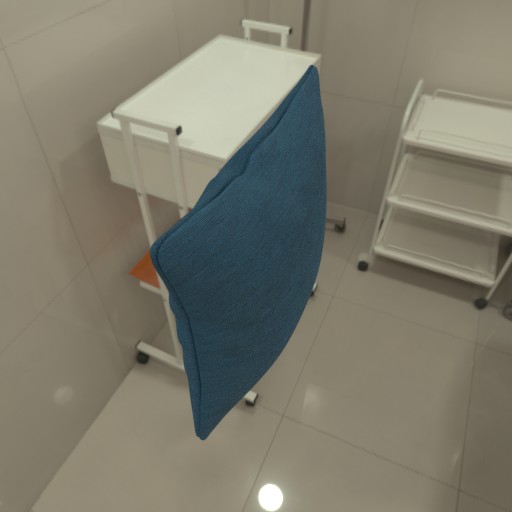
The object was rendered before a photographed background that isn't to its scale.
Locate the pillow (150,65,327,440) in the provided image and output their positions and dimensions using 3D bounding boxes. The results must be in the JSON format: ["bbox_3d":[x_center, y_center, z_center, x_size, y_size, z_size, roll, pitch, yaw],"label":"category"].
[{"bbox_3d":[0.000,0.000,0.672,0.177,0.420,0.437,18,48,17],"label":"pillow"}]
